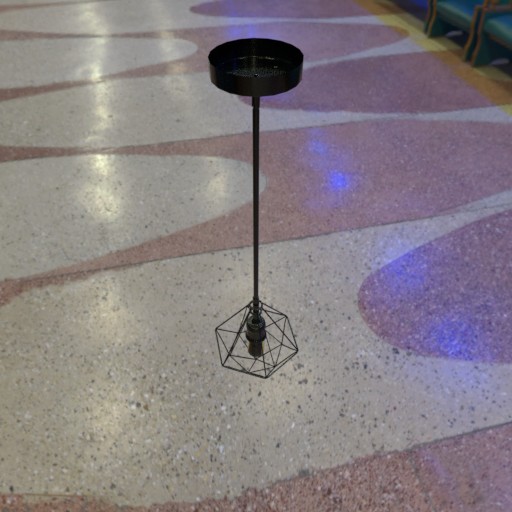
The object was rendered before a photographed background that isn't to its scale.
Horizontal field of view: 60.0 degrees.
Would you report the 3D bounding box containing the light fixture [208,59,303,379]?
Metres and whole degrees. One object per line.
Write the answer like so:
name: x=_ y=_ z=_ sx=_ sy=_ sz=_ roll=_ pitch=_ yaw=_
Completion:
light fixture: x=0.000 y=0.000 z=1.993 sx=0.431 sy=1.764 sz=0.487 roll=-9 pitch=47 yaw=-9
